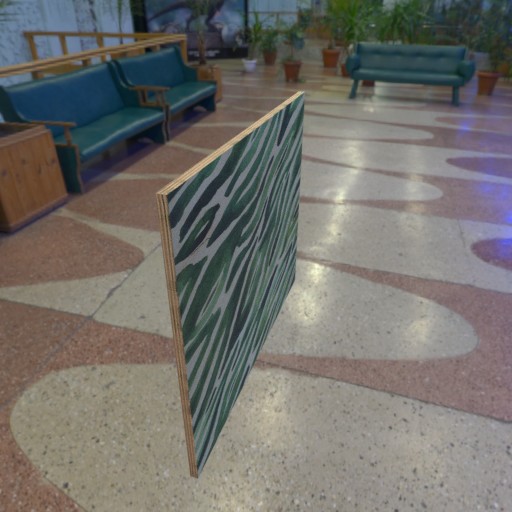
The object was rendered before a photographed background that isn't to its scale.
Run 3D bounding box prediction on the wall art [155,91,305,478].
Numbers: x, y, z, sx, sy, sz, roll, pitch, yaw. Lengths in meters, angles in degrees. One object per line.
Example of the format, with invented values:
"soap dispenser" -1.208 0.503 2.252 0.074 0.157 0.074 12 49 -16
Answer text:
"wall art" 0.000 0.000 0.699 0.012 0.408 0.508 10 32 16
